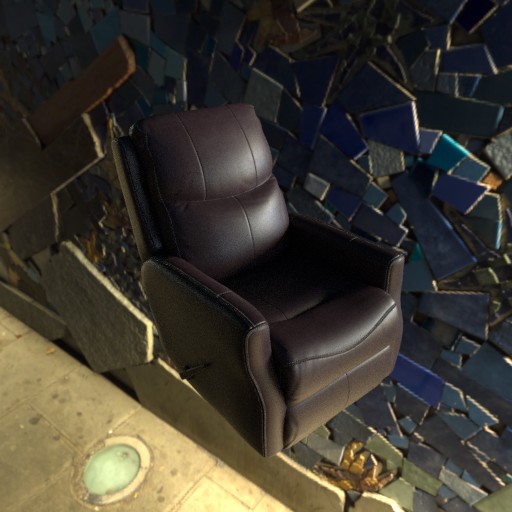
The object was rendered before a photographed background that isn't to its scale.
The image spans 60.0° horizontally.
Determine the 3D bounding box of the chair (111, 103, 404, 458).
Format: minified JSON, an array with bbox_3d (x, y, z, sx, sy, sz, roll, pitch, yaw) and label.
[{"bbox_3d":[0.000,0.000,1.795,0.829,1.030,1.080,-21,36,-32],"label":"chair"}]
